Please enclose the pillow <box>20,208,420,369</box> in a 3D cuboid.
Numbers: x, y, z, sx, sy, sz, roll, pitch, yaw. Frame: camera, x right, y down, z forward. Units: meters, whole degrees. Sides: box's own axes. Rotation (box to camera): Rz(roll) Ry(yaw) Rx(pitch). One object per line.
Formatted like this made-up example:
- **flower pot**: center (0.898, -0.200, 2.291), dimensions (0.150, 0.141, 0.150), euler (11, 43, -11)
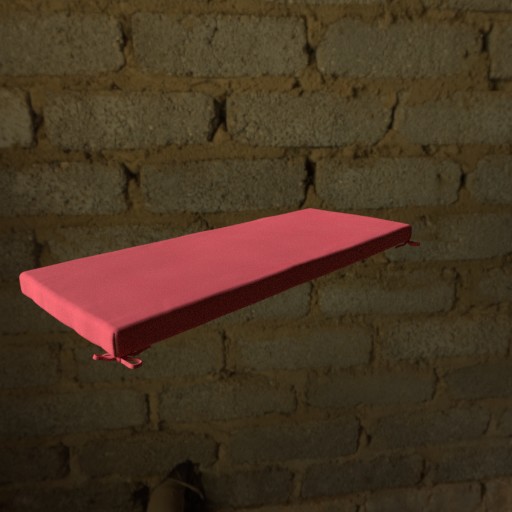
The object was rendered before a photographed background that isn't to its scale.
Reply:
- **pillow**: center (0.000, 0.000, 1.299), dimensions (0.492, 0.081, 1.187), euler (16, 23, 42)
